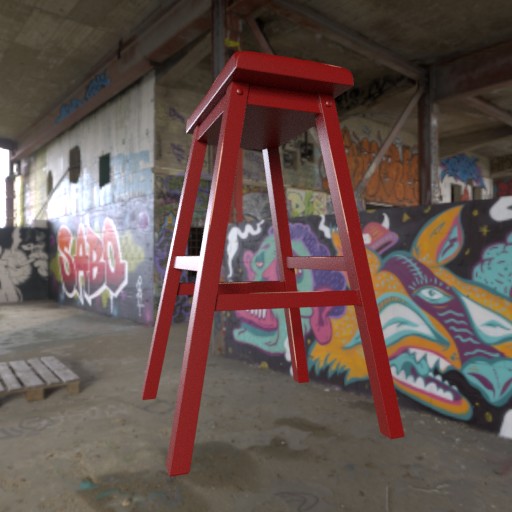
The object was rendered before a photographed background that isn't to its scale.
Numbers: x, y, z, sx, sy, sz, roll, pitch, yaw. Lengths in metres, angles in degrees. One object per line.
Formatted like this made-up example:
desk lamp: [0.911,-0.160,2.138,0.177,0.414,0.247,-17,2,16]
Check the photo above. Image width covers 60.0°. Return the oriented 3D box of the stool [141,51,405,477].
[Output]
stool: [0.000,0.000,1.034,0.476,0.737,0.457,0,0,-20]
